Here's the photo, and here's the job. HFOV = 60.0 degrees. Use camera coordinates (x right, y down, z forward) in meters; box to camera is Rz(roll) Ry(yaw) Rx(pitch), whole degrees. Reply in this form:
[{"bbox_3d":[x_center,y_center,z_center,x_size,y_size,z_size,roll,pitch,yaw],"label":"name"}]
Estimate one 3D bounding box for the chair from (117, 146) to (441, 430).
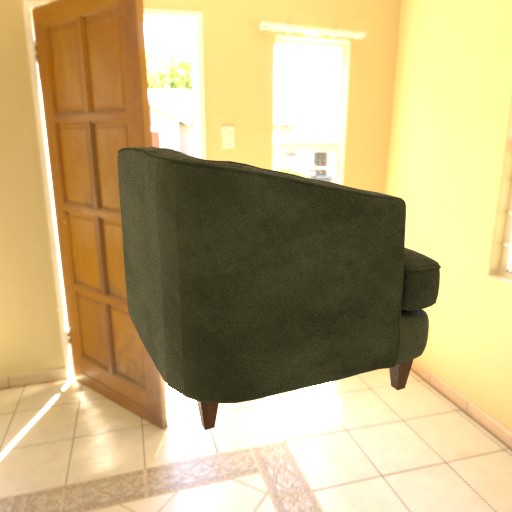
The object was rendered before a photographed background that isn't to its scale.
[{"bbox_3d":[0.000,0.000,1.777,0.941,0.852,1.104,-7,16,-25],"label":"chair"}]
